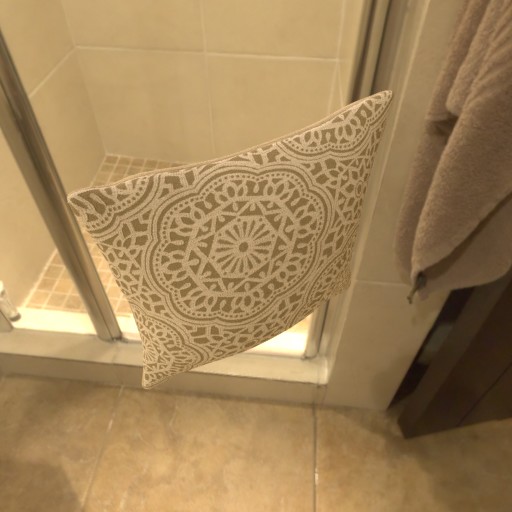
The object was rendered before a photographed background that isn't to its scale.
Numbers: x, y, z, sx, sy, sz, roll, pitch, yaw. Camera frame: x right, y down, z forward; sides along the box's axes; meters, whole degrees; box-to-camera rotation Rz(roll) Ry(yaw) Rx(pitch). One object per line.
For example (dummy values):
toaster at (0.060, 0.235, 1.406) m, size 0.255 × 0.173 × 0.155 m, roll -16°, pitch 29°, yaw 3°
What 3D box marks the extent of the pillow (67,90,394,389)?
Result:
pillow at (0.000, 0.000, 0.664) m, size 0.438 × 0.421 × 0.167 m, roll -24°, pitch 52°, yaw -21°
